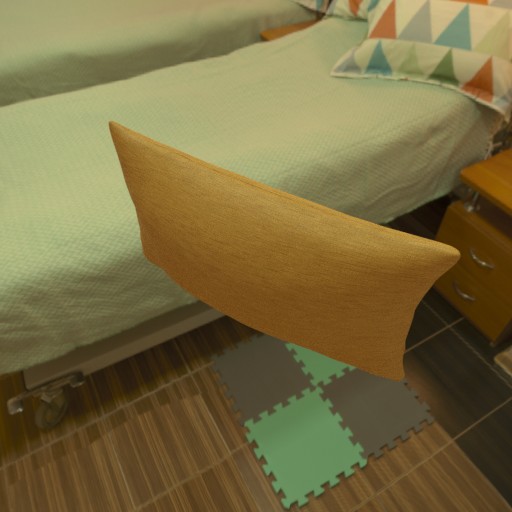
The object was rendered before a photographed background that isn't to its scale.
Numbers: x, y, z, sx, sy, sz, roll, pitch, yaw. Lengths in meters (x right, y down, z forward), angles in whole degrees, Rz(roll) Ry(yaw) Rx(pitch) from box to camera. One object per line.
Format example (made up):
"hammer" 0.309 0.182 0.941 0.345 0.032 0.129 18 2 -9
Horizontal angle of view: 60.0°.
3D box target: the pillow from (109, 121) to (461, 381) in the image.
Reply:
"pillow" 0.000 0.000 0.812 0.634 0.354 0.210 24 51 21
